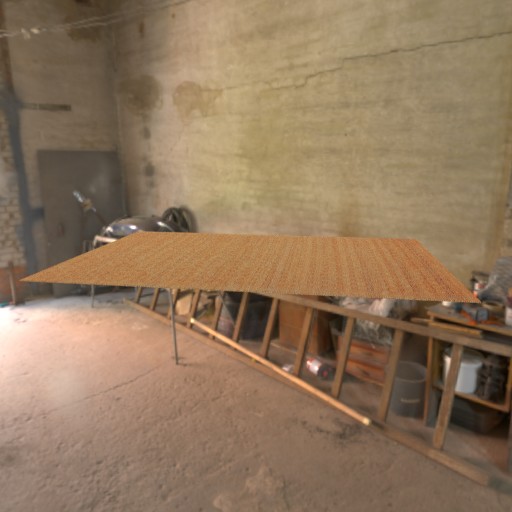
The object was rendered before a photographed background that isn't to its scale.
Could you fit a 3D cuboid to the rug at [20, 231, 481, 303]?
[{"bbox_3d":[0.000,0.000,2.898,2.285,0.006,1.524,2,13,9],"label":"rug"}]
